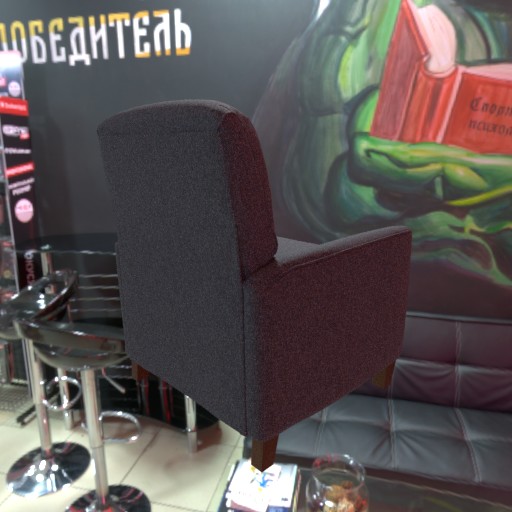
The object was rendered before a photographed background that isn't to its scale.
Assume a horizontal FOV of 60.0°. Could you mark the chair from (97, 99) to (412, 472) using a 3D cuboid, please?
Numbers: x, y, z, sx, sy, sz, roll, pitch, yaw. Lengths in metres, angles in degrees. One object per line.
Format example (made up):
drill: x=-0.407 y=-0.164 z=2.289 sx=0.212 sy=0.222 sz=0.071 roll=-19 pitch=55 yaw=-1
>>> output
chair: x=0.000 y=0.000 z=1.610 sx=0.850 sy=1.016 sz=0.839 roll=-13 pitch=19 yaw=-42
